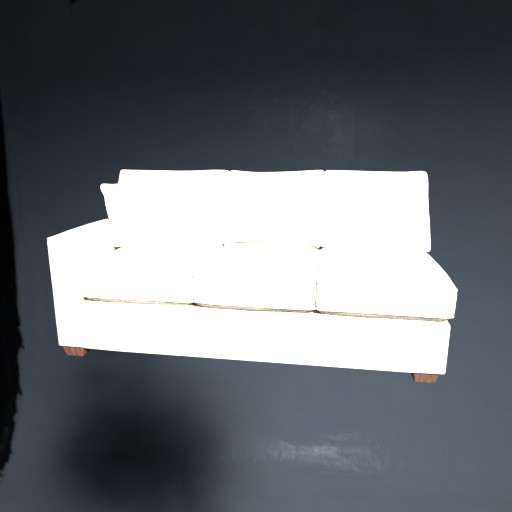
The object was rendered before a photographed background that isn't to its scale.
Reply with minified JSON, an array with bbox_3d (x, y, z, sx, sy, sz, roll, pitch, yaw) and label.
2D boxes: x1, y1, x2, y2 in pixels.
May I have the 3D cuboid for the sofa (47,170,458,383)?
[{"bbox_3d":[0.000,0.000,2.545,1.962,0.946,1.034,2,14,9],"label":"sofa"}]
